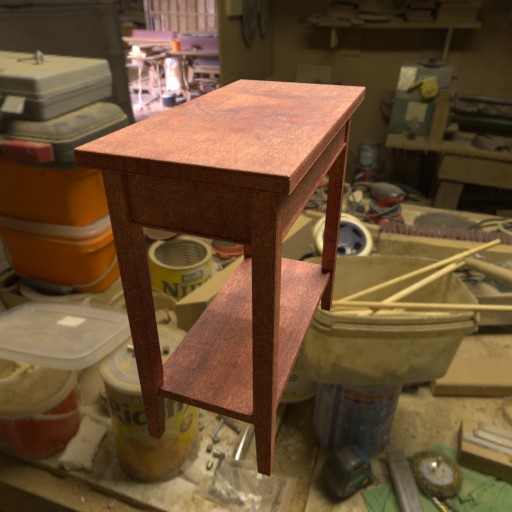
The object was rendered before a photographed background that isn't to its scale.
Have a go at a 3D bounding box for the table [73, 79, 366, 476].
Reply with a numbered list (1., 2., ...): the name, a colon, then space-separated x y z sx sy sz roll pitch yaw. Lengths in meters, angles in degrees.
1. table: 0.000 0.000 0.952 0.305 0.610 0.610 11 32 17
